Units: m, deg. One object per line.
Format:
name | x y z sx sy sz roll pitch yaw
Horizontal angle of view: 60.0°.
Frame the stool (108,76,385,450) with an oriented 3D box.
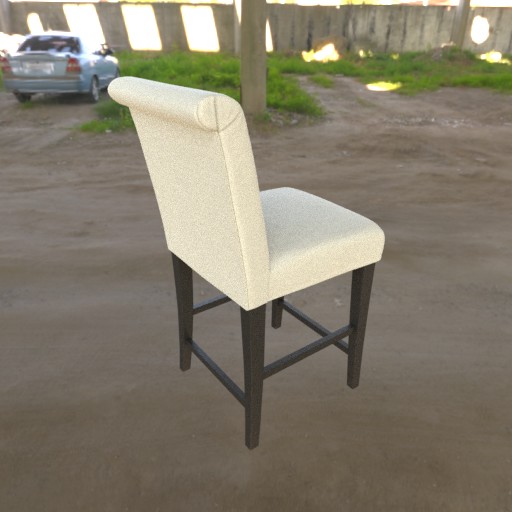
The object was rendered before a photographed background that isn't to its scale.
stool | 0.000 0.000 1.300 0.597 0.976 0.452 -18 32 -32
